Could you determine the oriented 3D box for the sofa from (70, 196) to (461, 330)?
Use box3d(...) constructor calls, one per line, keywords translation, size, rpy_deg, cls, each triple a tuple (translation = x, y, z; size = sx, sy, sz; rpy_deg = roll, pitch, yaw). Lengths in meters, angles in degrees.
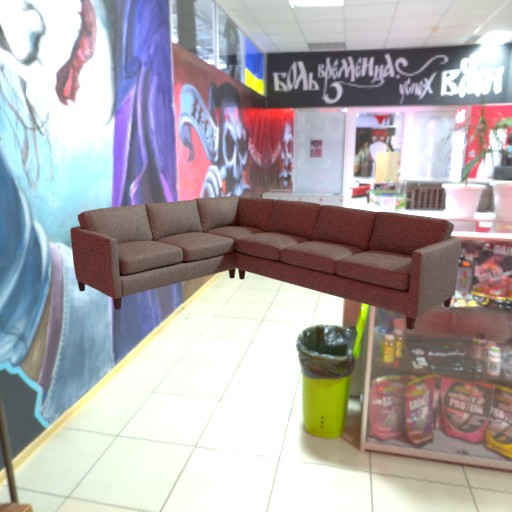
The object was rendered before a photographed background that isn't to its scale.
box3d(translation=(0.000, 0.000, 4.684), size=(3.302, 0.947, 2.593), rpy_deg=(13, 19, 43), cls="sofa")
